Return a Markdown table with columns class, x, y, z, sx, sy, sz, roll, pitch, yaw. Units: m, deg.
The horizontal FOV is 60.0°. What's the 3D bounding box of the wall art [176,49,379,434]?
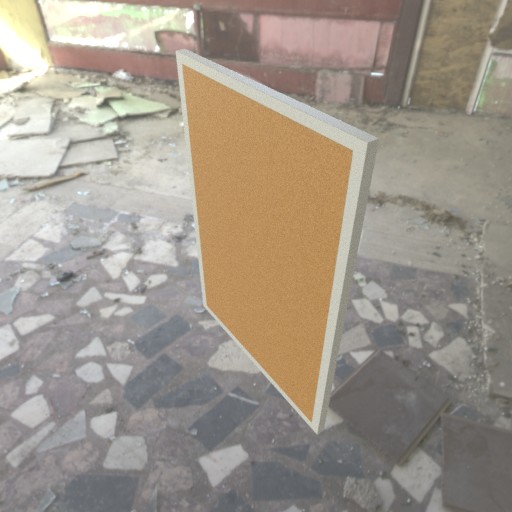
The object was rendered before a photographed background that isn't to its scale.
| class | x | y | z | sx | sy | sz | roll | pitch | yaw |
| --- | --- | --- | --- | --- | --- | --- | --- | --- | --- |
| wall art | 0.000 | 0.000 | 0.570 | 0.013 | 0.433 | 0.303 | -25 | 46 | -27 |
